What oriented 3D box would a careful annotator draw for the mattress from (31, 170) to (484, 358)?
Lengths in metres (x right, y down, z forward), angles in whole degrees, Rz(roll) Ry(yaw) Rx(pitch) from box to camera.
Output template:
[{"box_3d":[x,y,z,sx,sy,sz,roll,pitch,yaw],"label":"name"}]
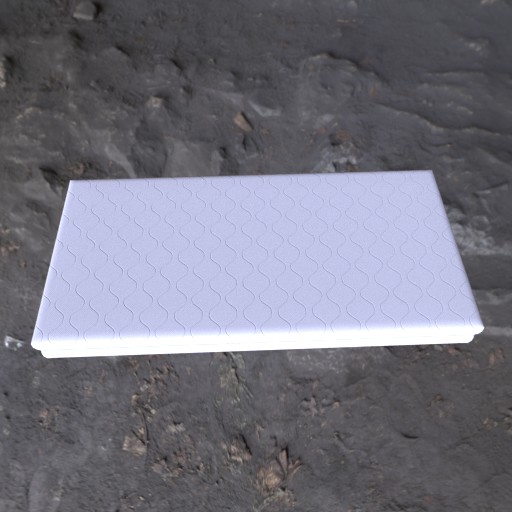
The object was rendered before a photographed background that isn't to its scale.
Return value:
[{"box_3d":[0.000,0.000,2.151,1.900,0.200,0.900,-2,58,-1],"label":"mattress"}]
